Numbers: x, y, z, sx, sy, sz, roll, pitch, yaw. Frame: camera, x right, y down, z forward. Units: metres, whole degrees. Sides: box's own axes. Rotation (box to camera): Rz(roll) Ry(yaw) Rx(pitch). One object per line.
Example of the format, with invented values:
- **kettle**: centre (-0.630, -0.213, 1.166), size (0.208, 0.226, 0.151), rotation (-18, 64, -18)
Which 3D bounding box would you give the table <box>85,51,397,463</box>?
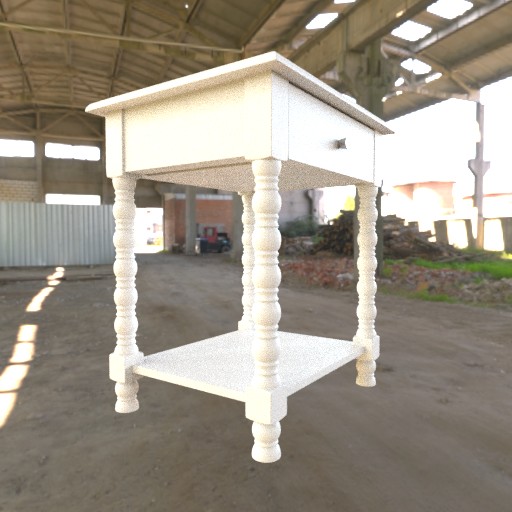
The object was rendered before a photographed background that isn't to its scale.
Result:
- **table**: centre (0.000, 0.000, 0.835), size (0.381, 0.531, 0.460), rotation (2, 3, 35)
